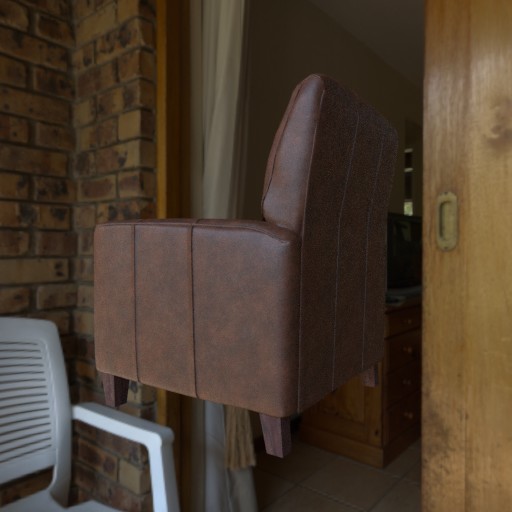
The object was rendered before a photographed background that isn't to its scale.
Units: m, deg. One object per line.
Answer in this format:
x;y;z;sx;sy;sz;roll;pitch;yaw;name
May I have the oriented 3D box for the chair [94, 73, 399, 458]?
0.000;0.000;1.605;0.850;1.010;0.839;1;1;34;chair
